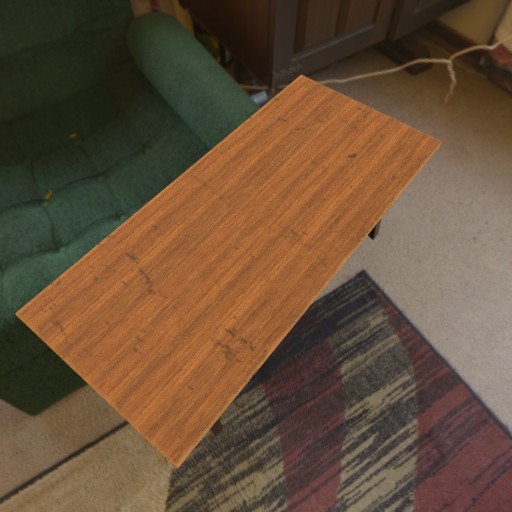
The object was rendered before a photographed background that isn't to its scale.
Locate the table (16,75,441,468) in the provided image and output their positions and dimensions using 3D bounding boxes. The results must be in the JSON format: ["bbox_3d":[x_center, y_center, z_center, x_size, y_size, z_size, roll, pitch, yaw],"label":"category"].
[{"bbox_3d":[0.000,0.000,2.591,1.000,0.757,2.200,34,63,20],"label":"table"}]
